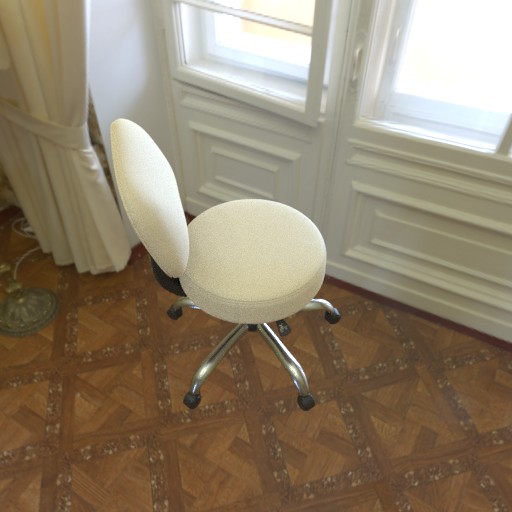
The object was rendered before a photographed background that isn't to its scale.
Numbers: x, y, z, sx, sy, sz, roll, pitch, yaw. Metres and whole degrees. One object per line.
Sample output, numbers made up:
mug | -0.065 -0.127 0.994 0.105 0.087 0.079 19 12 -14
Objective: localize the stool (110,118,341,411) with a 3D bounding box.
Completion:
stool | 0.000 0.000 1.249 0.616 0.810 0.609 -11 46 -11
